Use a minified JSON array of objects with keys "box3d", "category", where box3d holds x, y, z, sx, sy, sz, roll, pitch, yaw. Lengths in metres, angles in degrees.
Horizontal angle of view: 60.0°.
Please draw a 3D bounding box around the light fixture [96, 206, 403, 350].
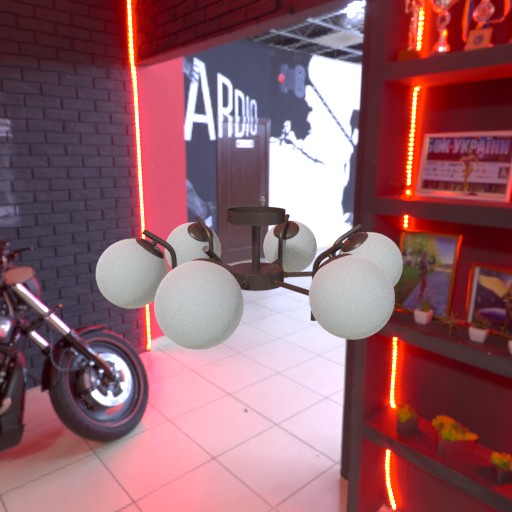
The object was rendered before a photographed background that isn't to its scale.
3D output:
[{"box3d":[0.000,0.000,0.955,0.662,0.201,0.662,0,12,0],"category":"light fixture"}]
